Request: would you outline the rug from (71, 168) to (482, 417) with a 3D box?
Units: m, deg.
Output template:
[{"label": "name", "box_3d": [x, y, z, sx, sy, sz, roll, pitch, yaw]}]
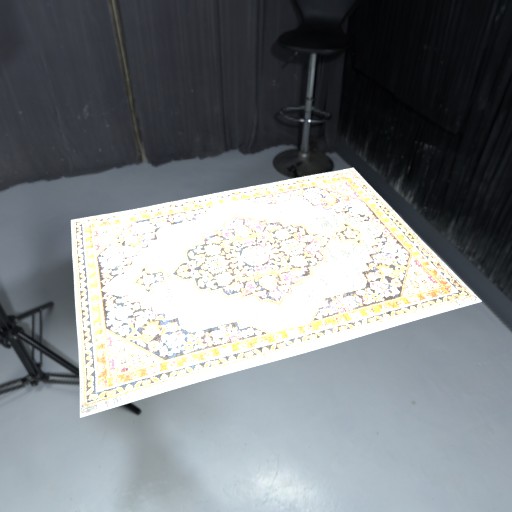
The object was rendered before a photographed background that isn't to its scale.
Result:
[{"label": "rug", "box_3d": [0.000, 0.000, 3.695, 2.901, 0.026, 2.043, -13, 43, -14]}]
